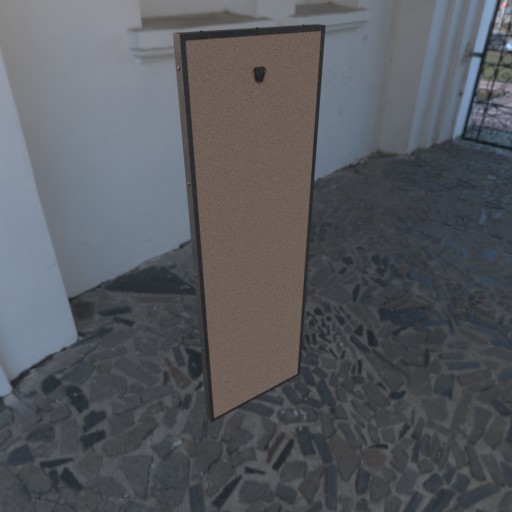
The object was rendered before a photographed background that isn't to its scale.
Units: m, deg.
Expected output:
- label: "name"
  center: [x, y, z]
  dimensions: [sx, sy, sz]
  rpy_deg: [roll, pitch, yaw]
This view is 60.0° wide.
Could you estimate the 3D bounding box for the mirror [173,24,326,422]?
- label: "mirror"
  center: [0.000, 0.000, 1.174]
  dimensions: [0.354, 1.080, 0.042]
  rpy_deg: [-20, 37, -28]
